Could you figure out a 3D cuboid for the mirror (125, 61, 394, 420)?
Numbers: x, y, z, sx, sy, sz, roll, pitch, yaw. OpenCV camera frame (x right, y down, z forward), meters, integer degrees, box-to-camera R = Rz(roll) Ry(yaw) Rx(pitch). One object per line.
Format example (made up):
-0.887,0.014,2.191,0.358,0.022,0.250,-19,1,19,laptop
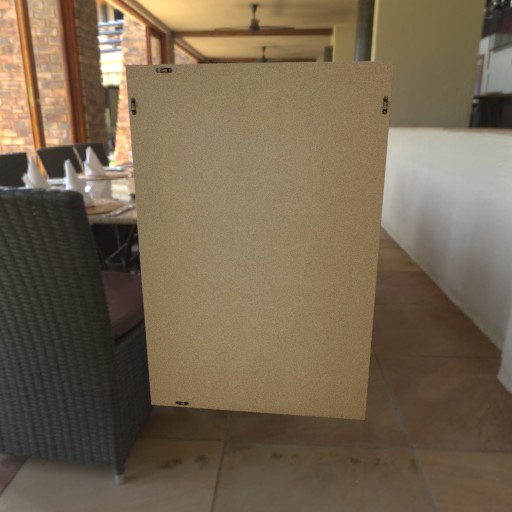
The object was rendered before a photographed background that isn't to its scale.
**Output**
0.000,0.000,1.141,0.609,0.915,0.040,2,17,6,mirror
